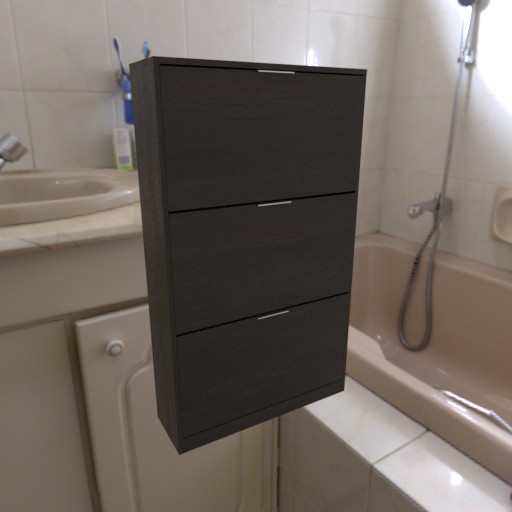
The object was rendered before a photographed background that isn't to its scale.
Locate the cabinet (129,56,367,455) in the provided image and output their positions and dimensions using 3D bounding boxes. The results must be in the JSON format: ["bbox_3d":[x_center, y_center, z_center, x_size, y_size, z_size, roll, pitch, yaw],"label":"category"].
[{"bbox_3d":[0.000,0.000,1.623,0.750,1.280,0.250,-10,21,-29],"label":"cabinet"}]
